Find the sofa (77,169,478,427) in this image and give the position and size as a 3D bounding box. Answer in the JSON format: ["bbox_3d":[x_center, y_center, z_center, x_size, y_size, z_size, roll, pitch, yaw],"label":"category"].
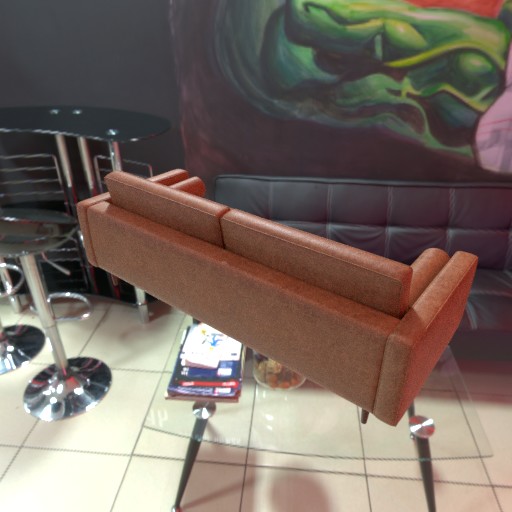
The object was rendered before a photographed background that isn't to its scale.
[{"bbox_3d":[0.000,0.000,2.602,2.200,0.770,0.919,21,36,32],"label":"sofa"}]
